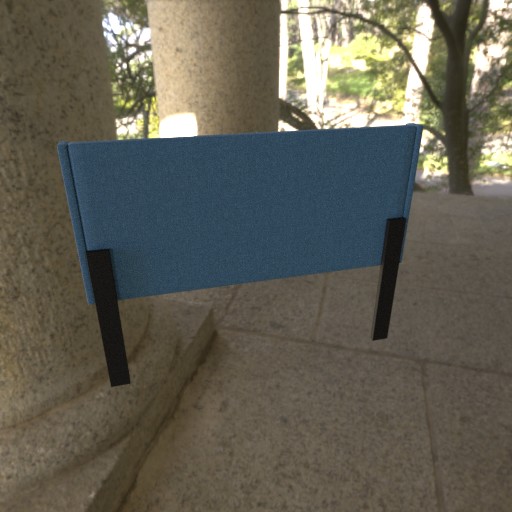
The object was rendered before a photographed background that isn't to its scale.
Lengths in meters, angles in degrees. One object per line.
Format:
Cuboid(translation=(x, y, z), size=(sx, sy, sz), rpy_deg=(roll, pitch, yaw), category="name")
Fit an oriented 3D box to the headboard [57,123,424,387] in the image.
Cuboid(translation=(0.000, 0.000, 2.791), size=(2.051, 1.524, 0.184), rpy_deg=(-7, 27, -13), category="headboard")
